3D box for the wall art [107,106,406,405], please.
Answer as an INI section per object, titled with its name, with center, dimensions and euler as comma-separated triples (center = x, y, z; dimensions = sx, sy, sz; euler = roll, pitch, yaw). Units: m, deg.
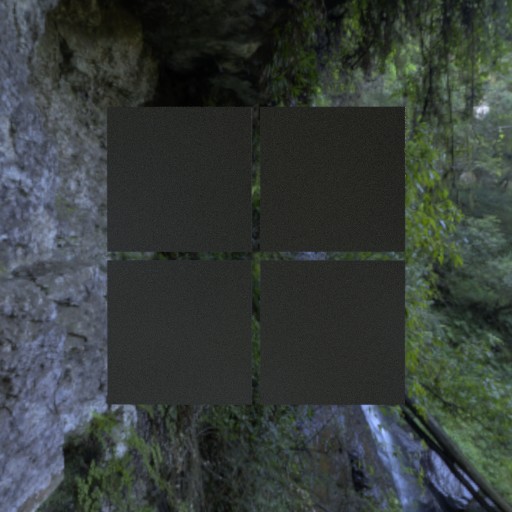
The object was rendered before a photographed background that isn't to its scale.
[wall art]
center = 0.000, 0.000, 1.677
dimensions = 1.118, 1.118, 0.029
euler = 0, 0, 0
